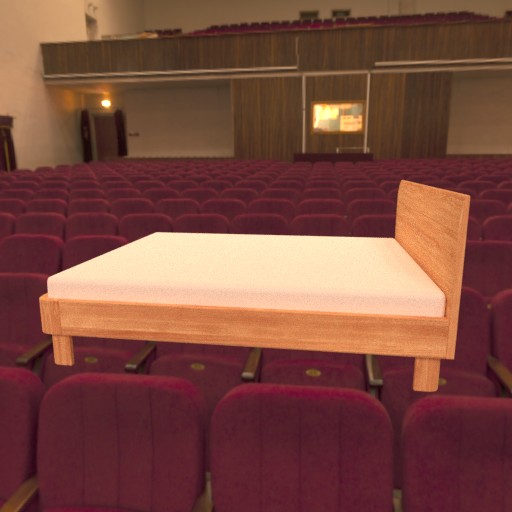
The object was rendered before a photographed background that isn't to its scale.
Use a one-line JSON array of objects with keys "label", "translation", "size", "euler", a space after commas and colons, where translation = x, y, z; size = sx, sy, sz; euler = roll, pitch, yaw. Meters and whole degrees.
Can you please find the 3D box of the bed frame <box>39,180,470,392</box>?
[{"label": "bed frame", "translation": [0.000, 0.000, 2.931], "size": [2.092, 0.940, 1.660], "euler": [2, 12, 8]}]
